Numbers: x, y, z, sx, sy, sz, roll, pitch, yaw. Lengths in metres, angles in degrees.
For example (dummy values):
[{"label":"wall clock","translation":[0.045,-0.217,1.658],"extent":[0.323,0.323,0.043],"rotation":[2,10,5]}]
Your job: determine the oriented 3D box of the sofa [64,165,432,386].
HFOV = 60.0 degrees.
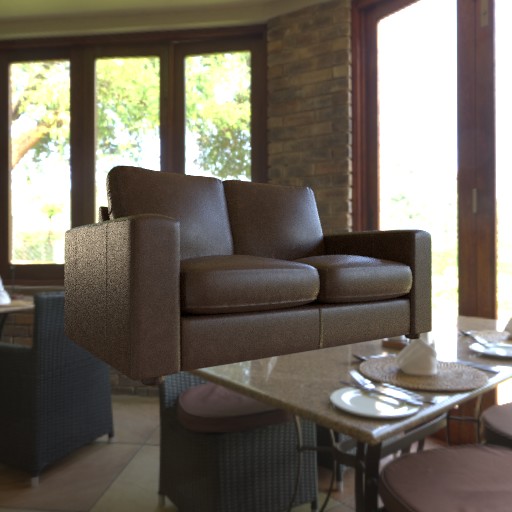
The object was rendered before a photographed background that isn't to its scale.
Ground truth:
[{"label":"sofa","translation":[0.000,0.000,2.240],"extent":[1.616,0.873,1.016],"rotation":[0,0,-35]}]
